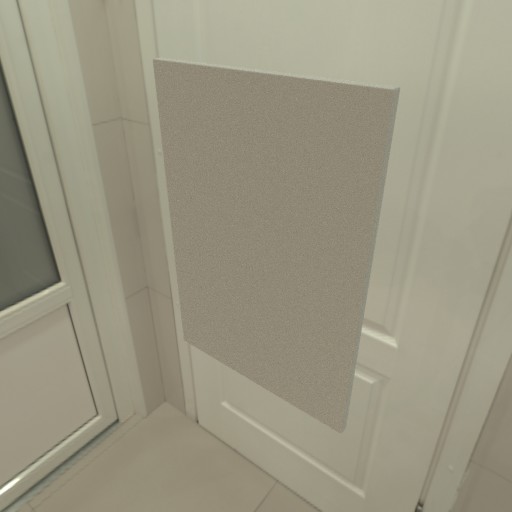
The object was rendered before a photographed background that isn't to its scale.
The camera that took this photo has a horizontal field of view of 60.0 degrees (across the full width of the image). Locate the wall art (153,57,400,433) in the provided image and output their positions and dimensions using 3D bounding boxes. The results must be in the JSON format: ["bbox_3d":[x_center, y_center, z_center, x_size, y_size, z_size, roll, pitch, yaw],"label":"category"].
[{"bbox_3d":[0.000,0.000,1.514,0.808,1.183,0.038,22,37,32],"label":"wall art"}]
